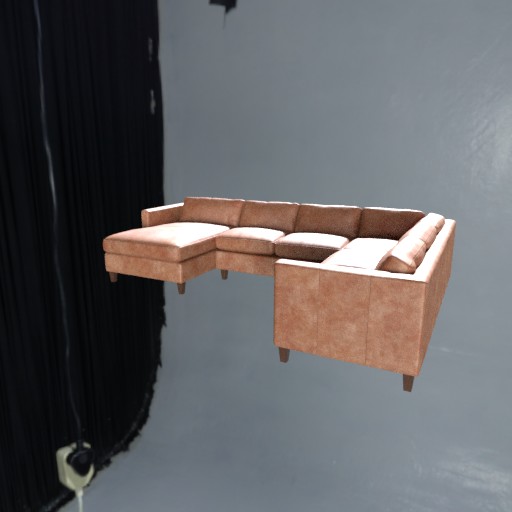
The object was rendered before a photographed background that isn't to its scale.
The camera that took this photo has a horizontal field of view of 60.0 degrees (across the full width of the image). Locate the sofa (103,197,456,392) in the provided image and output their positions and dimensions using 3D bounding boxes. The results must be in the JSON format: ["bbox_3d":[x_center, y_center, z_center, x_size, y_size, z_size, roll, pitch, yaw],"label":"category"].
[{"bbox_3d":[0.000,0.000,4.346,3.401,0.832,2.430,7,15,26],"label":"sofa"}]
